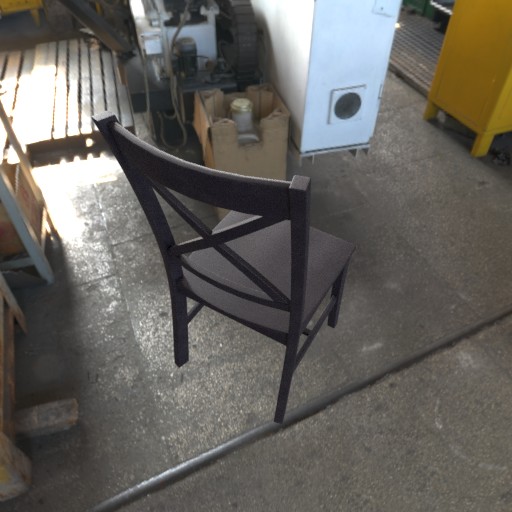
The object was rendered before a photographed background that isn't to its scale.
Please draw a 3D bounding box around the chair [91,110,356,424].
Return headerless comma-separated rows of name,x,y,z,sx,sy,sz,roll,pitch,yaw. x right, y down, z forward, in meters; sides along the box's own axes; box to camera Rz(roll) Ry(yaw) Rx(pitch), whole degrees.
chair,0.000,0.000,1.308,0.485,0.983,0.542,23,50,21
